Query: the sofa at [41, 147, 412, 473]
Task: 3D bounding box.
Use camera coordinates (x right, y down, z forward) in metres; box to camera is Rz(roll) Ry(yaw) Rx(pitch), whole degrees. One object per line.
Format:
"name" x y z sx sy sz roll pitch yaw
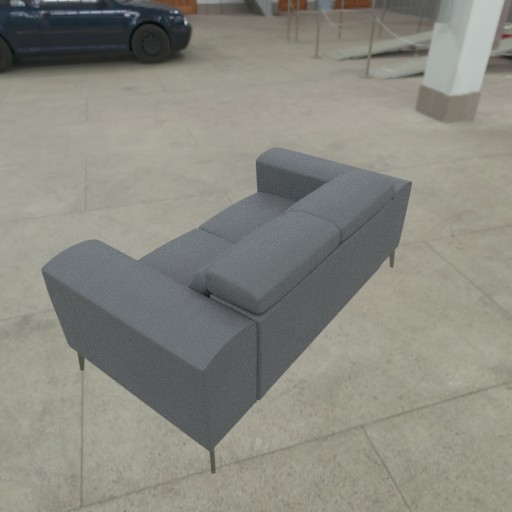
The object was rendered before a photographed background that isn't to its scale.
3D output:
"sofa" 0.000 0.000 2.452 1.003 0.779 1.895 23 40 30
